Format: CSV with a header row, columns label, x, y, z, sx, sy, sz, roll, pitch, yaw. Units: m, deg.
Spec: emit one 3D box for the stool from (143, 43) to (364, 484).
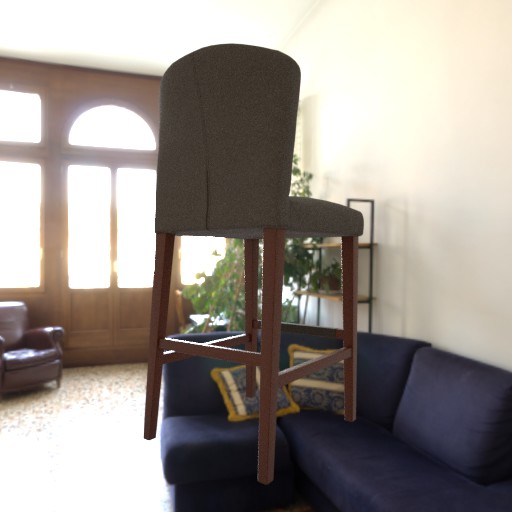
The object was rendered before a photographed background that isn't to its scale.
label,x,y,z,sx,sy,sz,roll,pitch,yaw
stool,0.000,0.000,1.370,0.481,1.069,0.568,0,0,36
